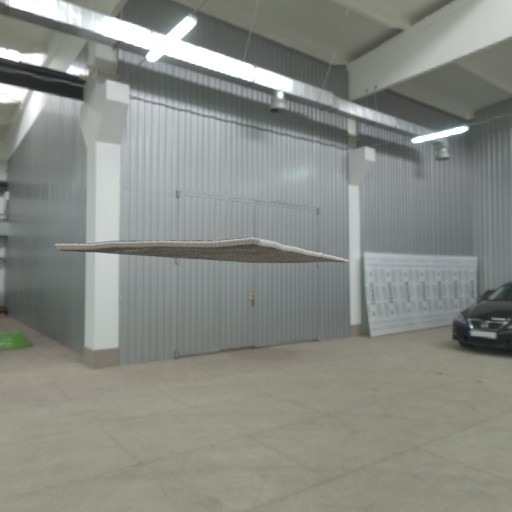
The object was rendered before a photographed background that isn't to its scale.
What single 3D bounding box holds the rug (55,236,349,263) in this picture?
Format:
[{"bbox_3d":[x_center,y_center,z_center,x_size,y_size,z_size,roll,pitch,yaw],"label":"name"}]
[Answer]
[{"bbox_3d":[0.000,0.000,2.697,0.832,0.035,2.381,-1,-2,19],"label":"rug"}]
